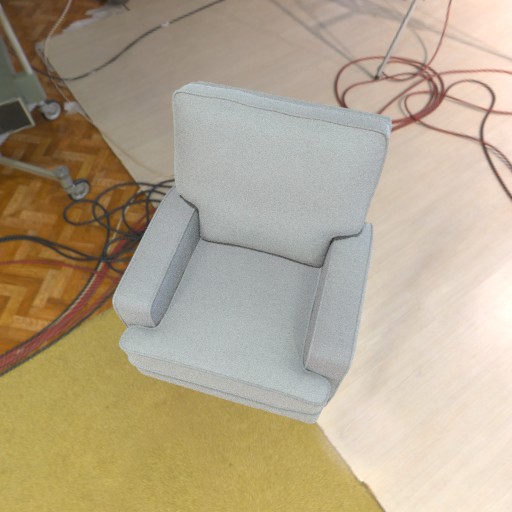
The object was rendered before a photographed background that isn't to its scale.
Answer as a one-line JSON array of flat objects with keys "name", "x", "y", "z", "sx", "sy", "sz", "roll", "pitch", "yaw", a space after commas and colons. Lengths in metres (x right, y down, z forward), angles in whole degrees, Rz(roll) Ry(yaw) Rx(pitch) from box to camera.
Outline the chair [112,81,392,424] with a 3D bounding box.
[{"name": "chair", "x": 0.000, "y": 0.000, "z": 1.702, "sx": 0.861, "sy": 0.964, "sz": 0.969, "roll": 14, "pitch": 60, "yaw": 8}]
